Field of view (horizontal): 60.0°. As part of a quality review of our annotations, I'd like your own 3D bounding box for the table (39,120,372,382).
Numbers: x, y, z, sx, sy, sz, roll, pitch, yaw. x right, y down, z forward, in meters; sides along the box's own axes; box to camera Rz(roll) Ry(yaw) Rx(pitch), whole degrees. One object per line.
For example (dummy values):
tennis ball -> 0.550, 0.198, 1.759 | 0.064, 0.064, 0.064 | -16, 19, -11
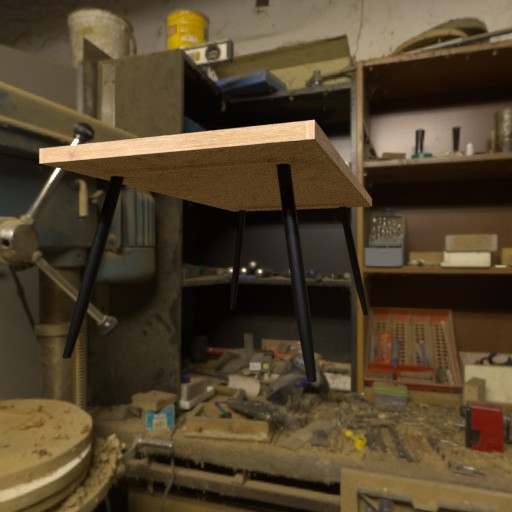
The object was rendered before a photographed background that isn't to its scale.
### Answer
table -> 0.000, 0.000, 2.258 | 0.991, 0.762, 1.803 | 0, 0, 20
